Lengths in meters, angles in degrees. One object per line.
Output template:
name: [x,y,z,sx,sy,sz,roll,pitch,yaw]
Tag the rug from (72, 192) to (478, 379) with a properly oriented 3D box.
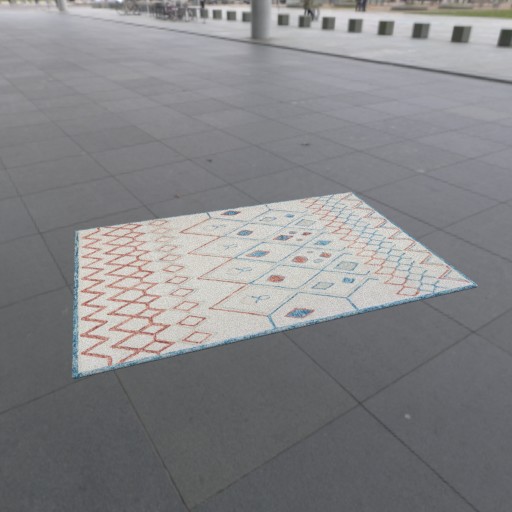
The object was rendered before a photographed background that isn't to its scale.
rug: [0.000,0.000,2.360,1.829,0.016,1.219,-10,32,-16]
